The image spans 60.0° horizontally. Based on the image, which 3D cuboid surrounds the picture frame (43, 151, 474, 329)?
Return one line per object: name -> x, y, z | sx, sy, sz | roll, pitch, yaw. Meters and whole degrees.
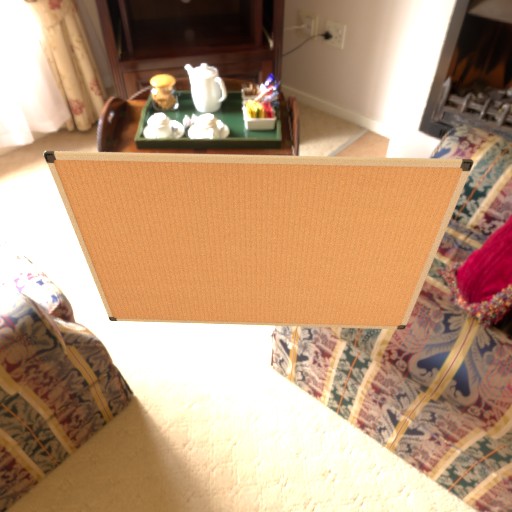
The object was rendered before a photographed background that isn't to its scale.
picture frame -> 0.000, 0.000, 1.137 | 0.900, 0.600, 0.010 | 1, 46, 1
